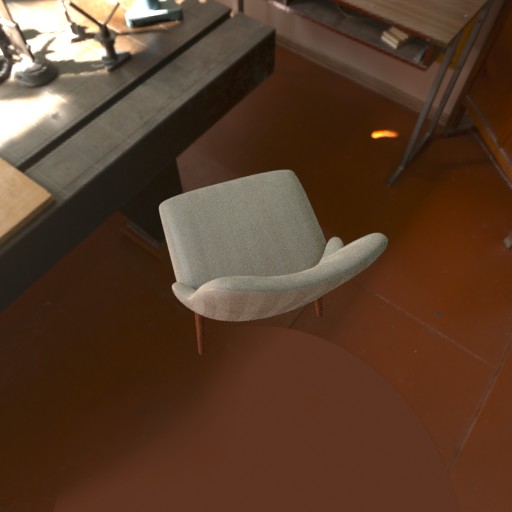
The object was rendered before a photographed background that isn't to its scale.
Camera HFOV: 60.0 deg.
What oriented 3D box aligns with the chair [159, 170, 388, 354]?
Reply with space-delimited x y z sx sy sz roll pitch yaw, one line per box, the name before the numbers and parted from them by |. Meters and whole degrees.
chair | 0.000 0.000 1.328 0.526 0.917 0.684 -16 61 -9
